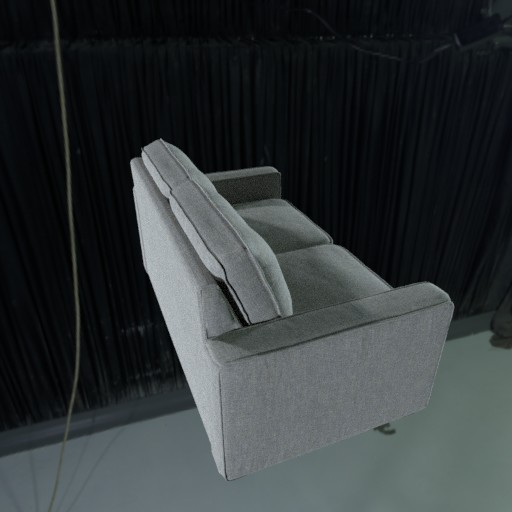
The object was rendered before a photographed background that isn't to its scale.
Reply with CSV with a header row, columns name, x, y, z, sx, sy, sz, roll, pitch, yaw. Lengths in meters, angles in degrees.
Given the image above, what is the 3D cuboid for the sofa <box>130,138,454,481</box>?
name,x,y,z,sx,sy,sz,roll,pitch,yaw
sofa,0.000,0.000,2.219,0.945,0.915,1.706,-11,32,-19
